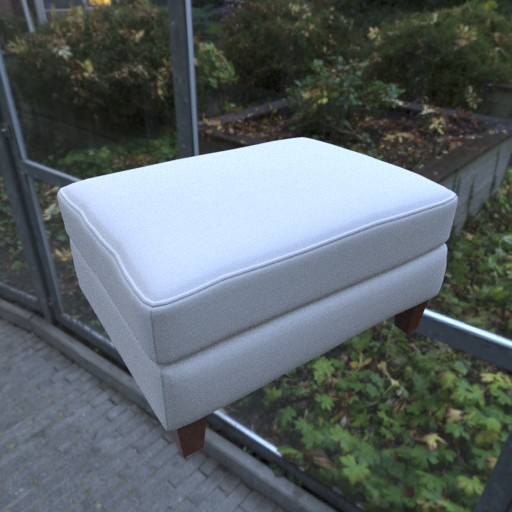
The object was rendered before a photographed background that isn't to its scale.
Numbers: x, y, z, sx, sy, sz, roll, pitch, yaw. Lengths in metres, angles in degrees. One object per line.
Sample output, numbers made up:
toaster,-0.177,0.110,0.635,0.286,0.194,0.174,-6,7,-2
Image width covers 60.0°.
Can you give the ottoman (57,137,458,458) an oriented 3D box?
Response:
ottoman,0.000,0.000,1.177,0.818,0.479,0.634,-19,35,-29
